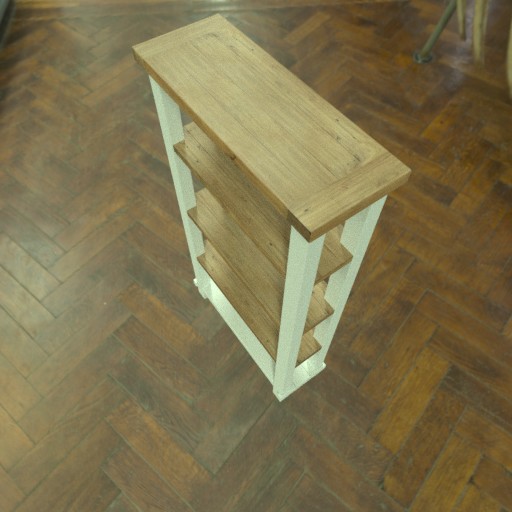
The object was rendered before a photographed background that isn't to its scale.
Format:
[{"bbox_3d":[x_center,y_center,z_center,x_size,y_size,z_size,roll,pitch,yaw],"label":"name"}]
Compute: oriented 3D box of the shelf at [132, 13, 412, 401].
[{"bbox_3d":[0.000,0.000,2.238,0.381,1.878,1.022,-31,63,-18],"label":"shelf"}]
